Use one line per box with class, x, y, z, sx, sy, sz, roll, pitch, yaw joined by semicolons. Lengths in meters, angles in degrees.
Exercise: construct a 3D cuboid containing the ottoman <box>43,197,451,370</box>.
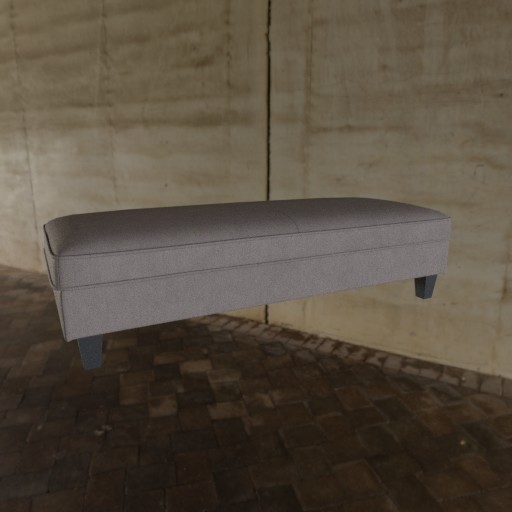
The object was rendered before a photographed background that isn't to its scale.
ottoman;0.000;0.000;2.061;1.764;0.470;0.751;-7;15;-26
